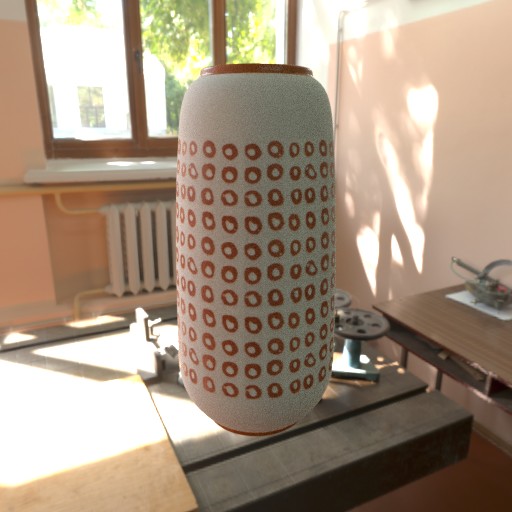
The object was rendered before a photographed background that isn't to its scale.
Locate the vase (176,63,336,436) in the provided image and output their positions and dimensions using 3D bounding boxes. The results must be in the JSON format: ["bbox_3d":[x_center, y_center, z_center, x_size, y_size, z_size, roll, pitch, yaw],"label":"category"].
[{"bbox_3d":[0.000,0.000,0.363,0.133,0.282,0.133,0,16,0],"label":"vase"}]
